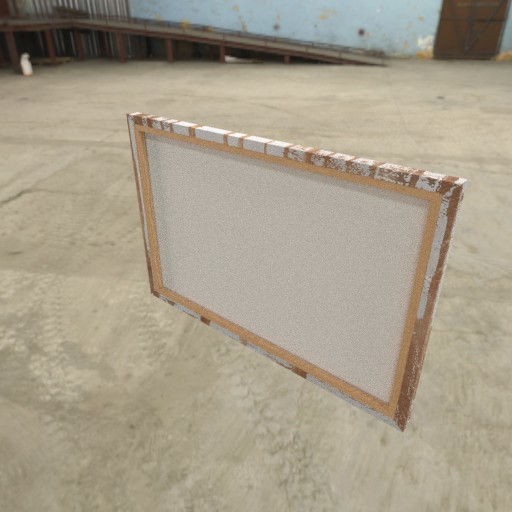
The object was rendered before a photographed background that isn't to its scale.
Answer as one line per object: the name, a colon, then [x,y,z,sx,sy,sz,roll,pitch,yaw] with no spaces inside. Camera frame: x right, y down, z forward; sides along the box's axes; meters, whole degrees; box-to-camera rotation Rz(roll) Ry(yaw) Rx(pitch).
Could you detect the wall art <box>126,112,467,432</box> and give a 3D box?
wall art: [0.000,0.000,1.153,0.914,0.609,0.035,22,36,34]
